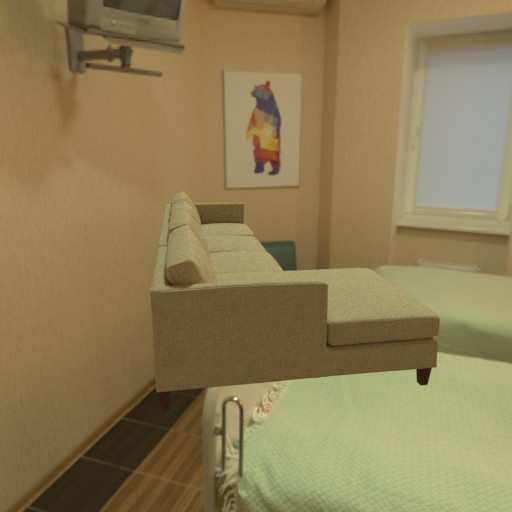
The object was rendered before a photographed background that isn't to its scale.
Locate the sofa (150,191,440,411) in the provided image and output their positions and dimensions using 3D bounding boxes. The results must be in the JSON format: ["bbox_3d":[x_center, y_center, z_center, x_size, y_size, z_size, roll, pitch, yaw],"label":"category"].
[{"bbox_3d":[0.000,0.000,3.888,1.625,0.846,3.186,-2,15,-9],"label":"sofa"}]
